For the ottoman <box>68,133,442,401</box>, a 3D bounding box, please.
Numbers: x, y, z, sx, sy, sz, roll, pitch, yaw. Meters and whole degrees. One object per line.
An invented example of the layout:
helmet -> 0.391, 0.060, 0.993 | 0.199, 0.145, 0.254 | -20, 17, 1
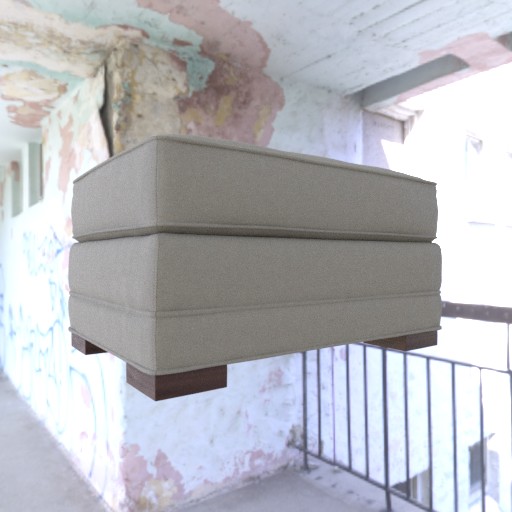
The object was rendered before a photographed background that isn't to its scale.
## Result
ottoman -> 0.000, 0.000, 1.193 | 0.848, 0.482, 0.611 | 0, 0, -36
